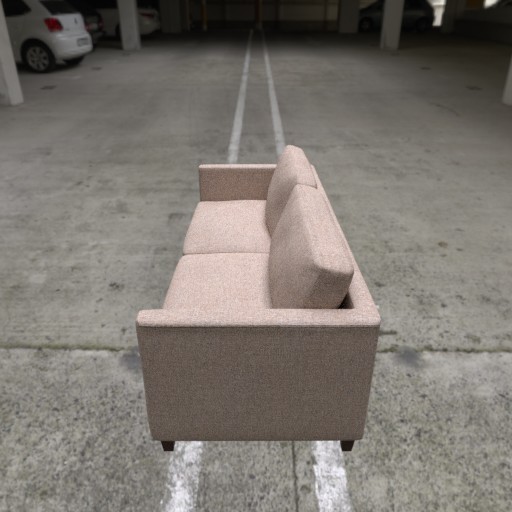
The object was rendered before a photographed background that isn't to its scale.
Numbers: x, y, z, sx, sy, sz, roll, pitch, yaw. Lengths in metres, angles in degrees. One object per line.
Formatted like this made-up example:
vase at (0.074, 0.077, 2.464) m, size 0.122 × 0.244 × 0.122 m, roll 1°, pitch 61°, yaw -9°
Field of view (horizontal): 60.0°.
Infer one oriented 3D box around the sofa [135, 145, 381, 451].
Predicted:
sofa at (0.000, 0.000, 2.726) m, size 0.951 × 0.965 × 2.208 m, roll 0°, pitch 27°, yaw 0°
